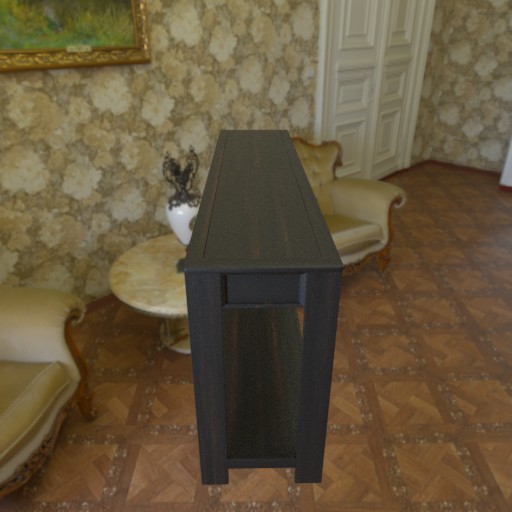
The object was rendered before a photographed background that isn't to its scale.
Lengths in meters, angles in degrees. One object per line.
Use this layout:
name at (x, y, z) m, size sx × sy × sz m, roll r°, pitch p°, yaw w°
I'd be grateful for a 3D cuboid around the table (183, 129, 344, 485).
table at (0.000, 0.000, 1.928) m, size 0.384 × 0.762 × 1.631 m, roll 0°, pitch 27°, yaw -1°
